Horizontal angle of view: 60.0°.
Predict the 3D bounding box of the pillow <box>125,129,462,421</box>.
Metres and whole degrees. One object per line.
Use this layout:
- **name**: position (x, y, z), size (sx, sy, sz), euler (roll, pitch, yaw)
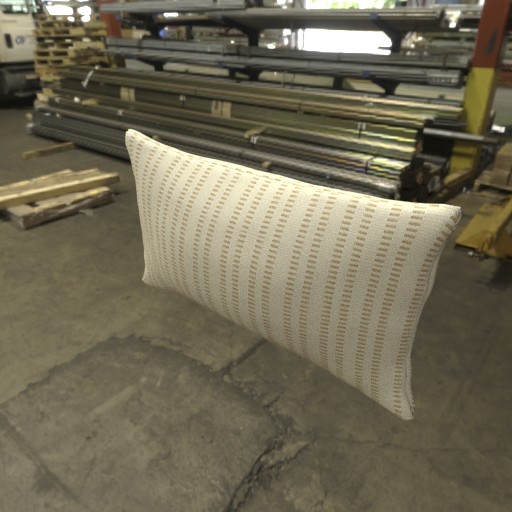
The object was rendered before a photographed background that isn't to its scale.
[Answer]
- **pillow**: position (0.000, 0.000, 0.782), size (0.640, 0.353, 0.210), euler (21, 36, 33)
